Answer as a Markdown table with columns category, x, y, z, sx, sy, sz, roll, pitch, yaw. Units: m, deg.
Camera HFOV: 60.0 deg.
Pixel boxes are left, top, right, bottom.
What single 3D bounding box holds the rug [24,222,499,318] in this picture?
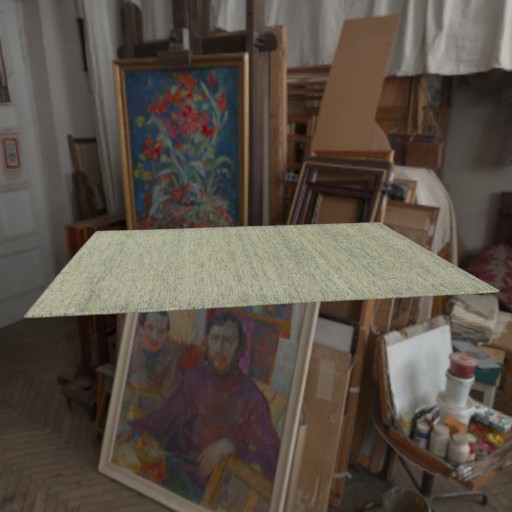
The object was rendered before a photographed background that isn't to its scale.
| category | x | y | z | sx | sy | sz | roll | pitch | yaw |
| --- | --- | --- | --- | --- | --- | --- | --- | --- | --- |
| rug | 0.000 | 0.000 | 2.276 | 1.846 | 0.014 | 1.243 | -2 | 18 | -7 |
